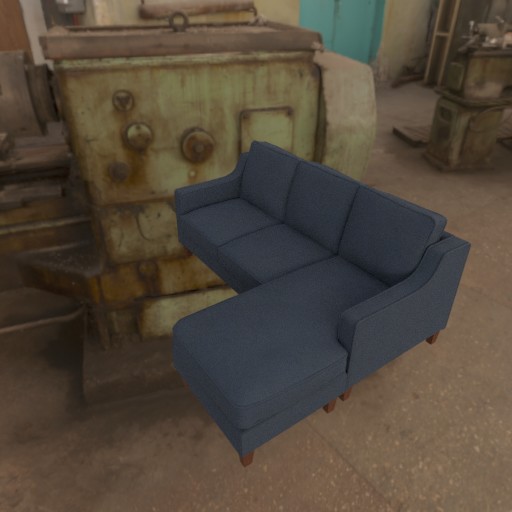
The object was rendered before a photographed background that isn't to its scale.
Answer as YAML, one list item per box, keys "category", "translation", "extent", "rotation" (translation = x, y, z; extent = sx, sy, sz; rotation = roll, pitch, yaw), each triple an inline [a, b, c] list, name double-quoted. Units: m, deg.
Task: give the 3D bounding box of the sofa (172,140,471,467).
- category: "sofa"
  translation: [0.000, 0.000, 3.390]
  extent: [1.858, 1.066, 2.317]
  rotation: [-21, 38, -29]
